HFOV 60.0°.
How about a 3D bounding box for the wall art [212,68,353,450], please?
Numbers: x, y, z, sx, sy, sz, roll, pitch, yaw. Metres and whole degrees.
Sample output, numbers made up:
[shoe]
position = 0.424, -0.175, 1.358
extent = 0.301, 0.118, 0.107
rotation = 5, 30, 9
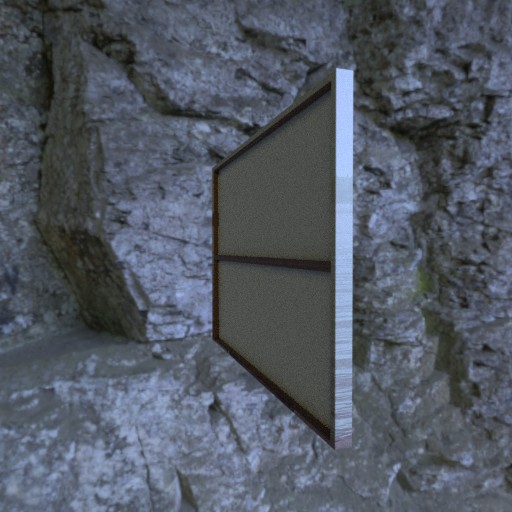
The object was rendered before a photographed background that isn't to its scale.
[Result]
[wall art]
position = 0.000, 0.000, 1.437
extent = 0.040, 0.765, 1.149
rotation = 0, 1, -18
